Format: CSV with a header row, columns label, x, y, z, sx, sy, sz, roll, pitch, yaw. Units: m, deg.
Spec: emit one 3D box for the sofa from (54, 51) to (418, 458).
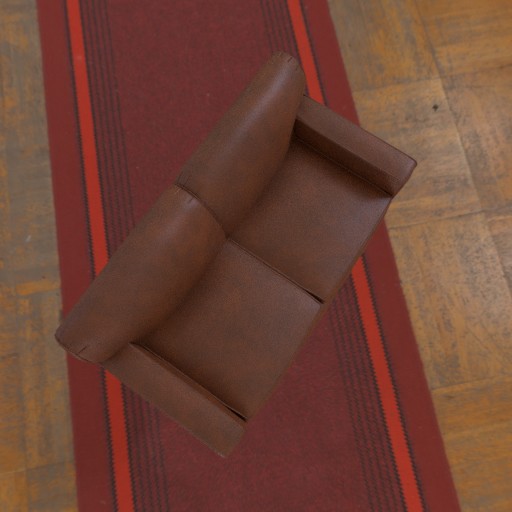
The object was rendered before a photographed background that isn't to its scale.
label,x,y,z,sx,sy,sz,roll,pitch,yaw
sofa,0.000,0.000,2.465,1.000,0.966,1.856,33,78,8
